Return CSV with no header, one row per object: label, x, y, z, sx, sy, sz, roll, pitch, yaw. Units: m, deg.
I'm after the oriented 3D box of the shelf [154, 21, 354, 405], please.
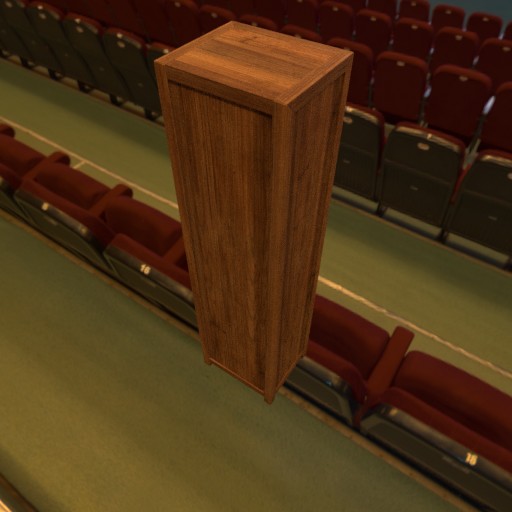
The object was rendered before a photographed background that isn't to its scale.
shelf,0.000,0.000,2.131,0.500,1.900,0.428,27,52,23
